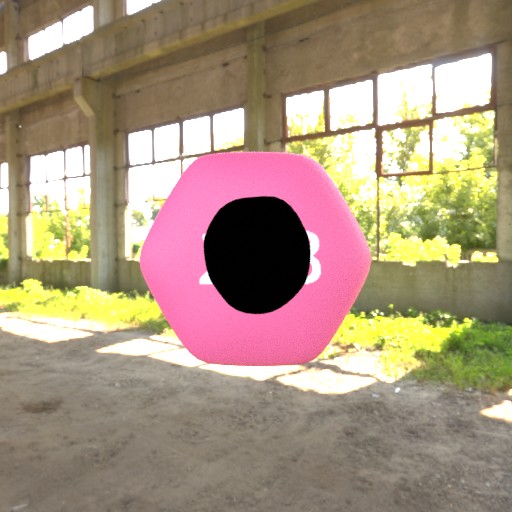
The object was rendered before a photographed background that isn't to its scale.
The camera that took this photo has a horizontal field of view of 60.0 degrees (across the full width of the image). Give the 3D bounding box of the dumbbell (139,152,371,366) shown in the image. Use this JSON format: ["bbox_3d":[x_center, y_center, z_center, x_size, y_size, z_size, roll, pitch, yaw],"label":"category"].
[{"bbox_3d":[0.000,0.000,0.172,0.058,0.053,0.146,0,1,1],"label":"dumbbell"}]
